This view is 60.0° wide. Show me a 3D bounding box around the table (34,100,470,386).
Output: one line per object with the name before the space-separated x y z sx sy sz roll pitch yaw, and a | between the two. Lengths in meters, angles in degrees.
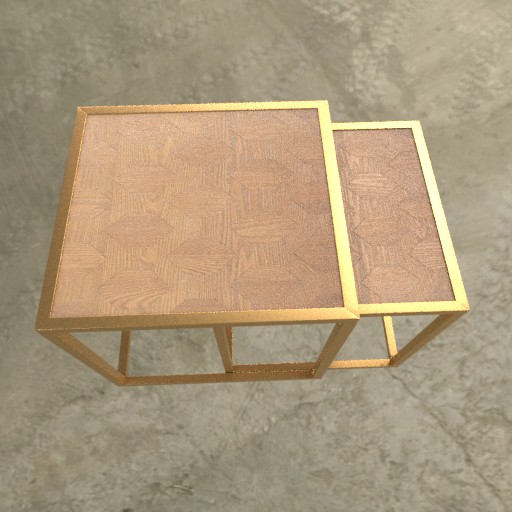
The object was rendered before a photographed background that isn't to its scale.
table | 0.000 0.000 1.083 0.762 0.505 0.505 -2 63 -1
